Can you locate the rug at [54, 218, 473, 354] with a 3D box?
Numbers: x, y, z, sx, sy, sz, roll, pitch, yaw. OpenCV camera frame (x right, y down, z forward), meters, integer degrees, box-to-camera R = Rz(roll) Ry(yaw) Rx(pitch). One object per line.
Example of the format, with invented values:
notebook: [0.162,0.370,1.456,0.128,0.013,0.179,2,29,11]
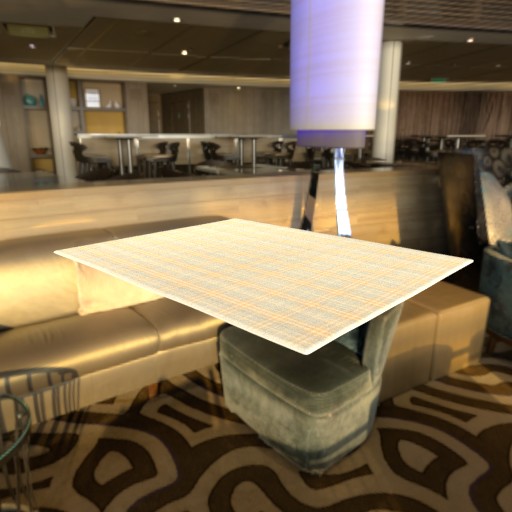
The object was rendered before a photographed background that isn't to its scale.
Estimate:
rug: [0.000,0.000,4.129,3.066,0.030,2.462,14,20,41]
